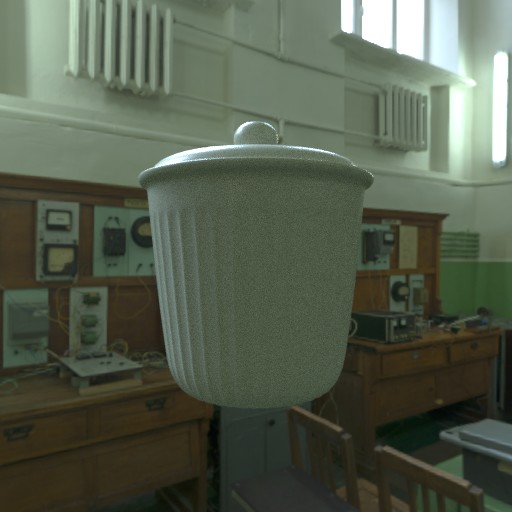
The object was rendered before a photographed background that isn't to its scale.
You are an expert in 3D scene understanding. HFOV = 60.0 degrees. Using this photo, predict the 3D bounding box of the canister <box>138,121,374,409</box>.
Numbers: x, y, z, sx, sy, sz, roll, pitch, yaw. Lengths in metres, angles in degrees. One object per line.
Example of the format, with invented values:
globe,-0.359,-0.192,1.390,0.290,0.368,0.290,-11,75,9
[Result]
canister,0.000,0.000,0.352,0.181,0.211,0.181,0,0,0
